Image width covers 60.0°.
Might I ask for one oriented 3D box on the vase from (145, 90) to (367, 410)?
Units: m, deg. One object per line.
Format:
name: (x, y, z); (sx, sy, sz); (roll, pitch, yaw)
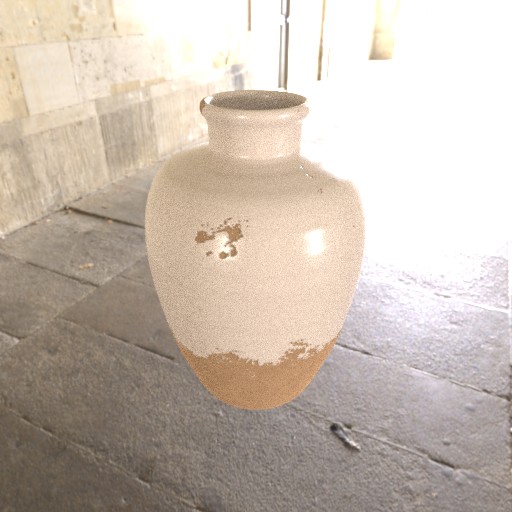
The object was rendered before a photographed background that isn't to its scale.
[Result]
vase: (0.000, 0.000, 0.336); (0.158, 0.228, 0.158); (0, 30, 0)
